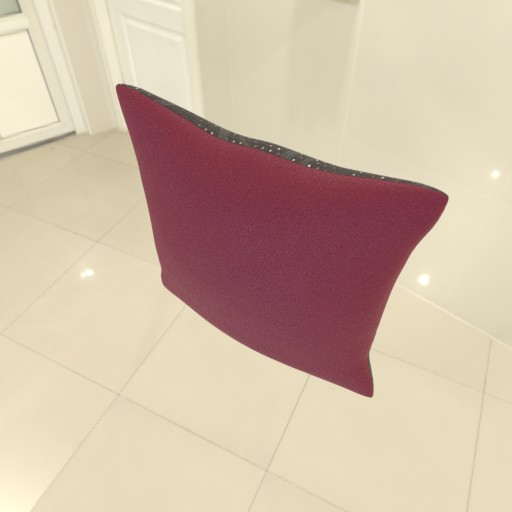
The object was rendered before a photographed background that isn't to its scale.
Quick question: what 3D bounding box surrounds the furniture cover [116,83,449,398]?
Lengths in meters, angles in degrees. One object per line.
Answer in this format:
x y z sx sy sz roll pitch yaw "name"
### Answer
0.000 0.000 0.807 0.552 0.509 0.193 25 51 22 "furniture cover"
